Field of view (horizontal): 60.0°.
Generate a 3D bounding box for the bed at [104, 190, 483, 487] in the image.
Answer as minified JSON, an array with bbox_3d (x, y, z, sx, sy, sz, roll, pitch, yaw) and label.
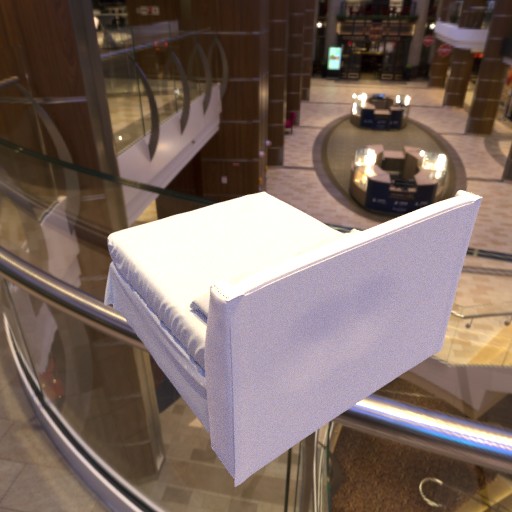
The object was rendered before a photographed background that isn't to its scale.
[{"bbox_3d":[0.000,0.000,3.410,1.925,1.332,2.276,-20,36,-30],"label":"bed"}]
